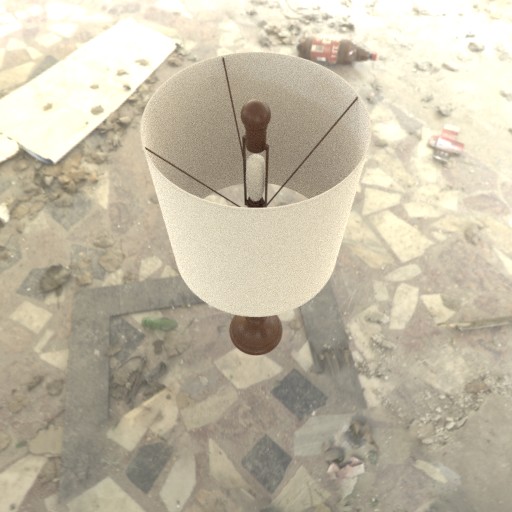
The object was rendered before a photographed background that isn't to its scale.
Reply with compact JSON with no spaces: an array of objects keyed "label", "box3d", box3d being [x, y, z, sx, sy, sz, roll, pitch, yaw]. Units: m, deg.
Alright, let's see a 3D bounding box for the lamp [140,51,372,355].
[{"label":"lamp","box3d":[0.000,0.000,0.716,0.250,0.597,0.250,-16,59,-10]}]
